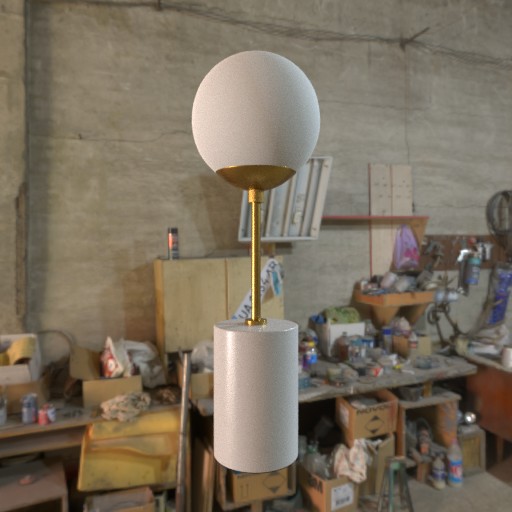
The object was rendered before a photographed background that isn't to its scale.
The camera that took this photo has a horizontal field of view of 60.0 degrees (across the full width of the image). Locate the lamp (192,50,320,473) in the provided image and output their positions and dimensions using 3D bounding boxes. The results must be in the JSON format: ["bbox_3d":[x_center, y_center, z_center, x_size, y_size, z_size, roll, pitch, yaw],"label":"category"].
[{"bbox_3d":[0.000,0.000,0.537,0.153,0.480,0.153,0,1,0],"label":"lamp"}]
